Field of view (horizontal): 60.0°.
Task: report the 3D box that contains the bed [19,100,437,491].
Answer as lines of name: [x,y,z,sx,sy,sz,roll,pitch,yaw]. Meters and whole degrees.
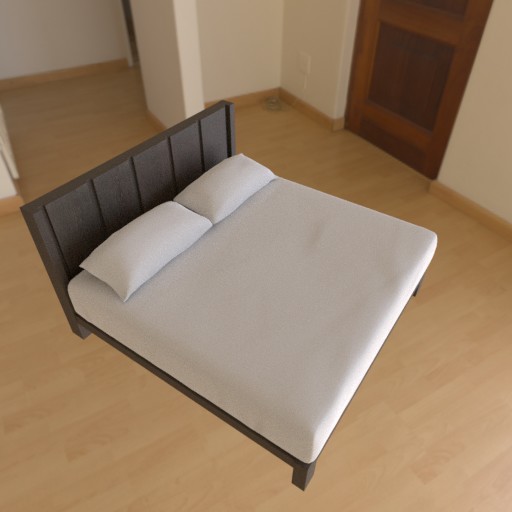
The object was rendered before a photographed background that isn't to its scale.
bed: [0.000,0.000,3.453,2.238,1.261,2.143,24,47,25]
